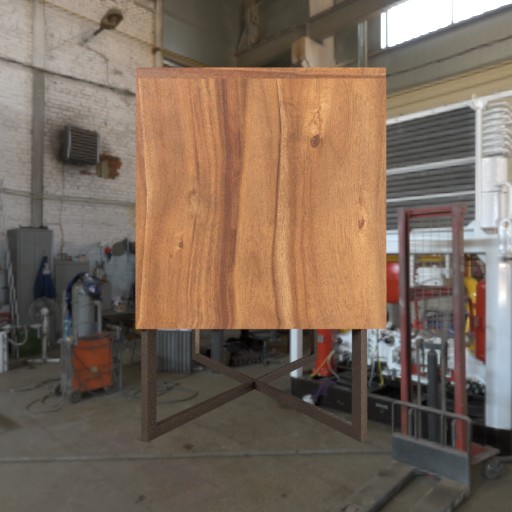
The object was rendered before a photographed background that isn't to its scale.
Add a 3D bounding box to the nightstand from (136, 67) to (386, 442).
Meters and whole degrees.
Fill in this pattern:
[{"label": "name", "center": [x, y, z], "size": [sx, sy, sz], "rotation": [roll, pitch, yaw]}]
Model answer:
[{"label": "nightstand", "center": [0.000, 0.000, 1.031], "size": [0.427, 0.615, 0.613], "rotation": [0, 0, 0]}]
